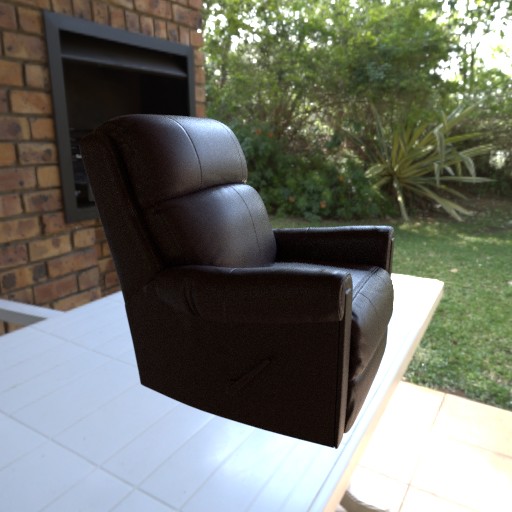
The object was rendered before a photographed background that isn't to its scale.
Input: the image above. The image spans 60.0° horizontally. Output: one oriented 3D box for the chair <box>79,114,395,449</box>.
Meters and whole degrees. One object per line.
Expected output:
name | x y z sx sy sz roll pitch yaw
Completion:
chair | 0.000 0.000 1.730 1.014 1.054 0.838 7 17 25
